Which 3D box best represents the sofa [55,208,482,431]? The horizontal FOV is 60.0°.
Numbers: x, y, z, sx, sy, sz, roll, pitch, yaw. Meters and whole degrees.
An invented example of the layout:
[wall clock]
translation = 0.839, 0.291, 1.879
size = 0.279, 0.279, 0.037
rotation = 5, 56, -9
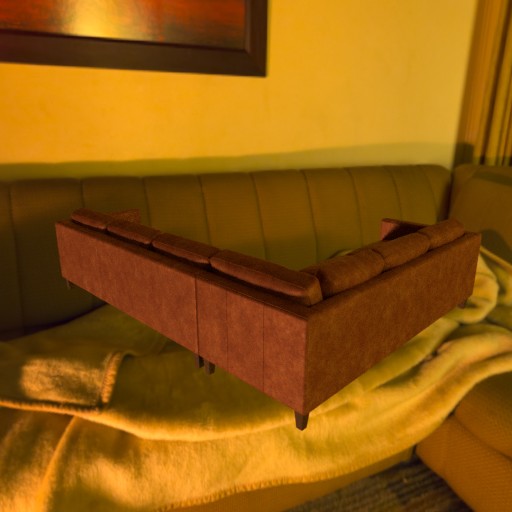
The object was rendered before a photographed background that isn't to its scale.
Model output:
[sofa]
translation = 0.000, 0.000, 4.176
size = 3.150, 0.838, 2.438
rotation = 16, 24, 42
